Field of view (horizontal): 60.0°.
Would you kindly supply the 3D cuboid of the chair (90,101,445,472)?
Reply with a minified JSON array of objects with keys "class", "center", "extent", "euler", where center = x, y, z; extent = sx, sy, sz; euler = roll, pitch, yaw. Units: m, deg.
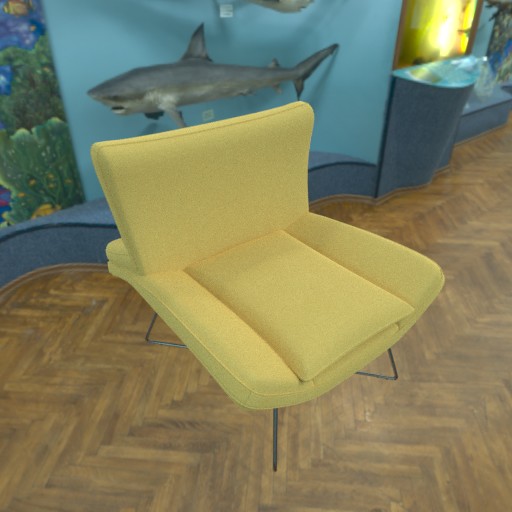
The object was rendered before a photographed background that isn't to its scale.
[{"class":"chair","center":[0.000,0.000,1.562],"extent":[0.859,0.855,1.008],"euler":[-23,39,-31]}]
